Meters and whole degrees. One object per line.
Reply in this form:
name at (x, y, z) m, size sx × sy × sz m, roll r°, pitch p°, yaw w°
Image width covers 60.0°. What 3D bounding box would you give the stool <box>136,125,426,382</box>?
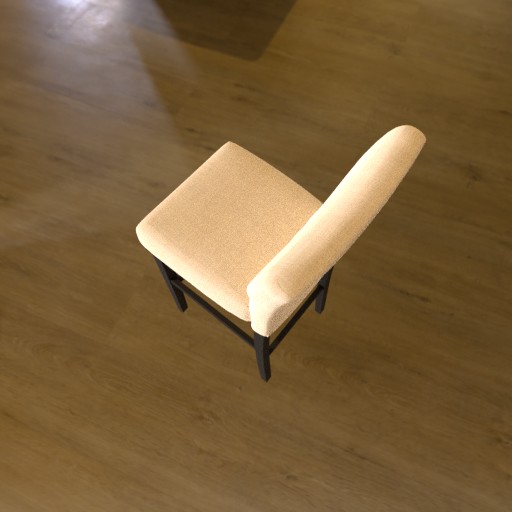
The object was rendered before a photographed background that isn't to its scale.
stool at (0.000, 0.000, 1.455) m, size 0.603 × 1.124 × 0.516 m, roll 36°, pitch 68°, yaw 17°
